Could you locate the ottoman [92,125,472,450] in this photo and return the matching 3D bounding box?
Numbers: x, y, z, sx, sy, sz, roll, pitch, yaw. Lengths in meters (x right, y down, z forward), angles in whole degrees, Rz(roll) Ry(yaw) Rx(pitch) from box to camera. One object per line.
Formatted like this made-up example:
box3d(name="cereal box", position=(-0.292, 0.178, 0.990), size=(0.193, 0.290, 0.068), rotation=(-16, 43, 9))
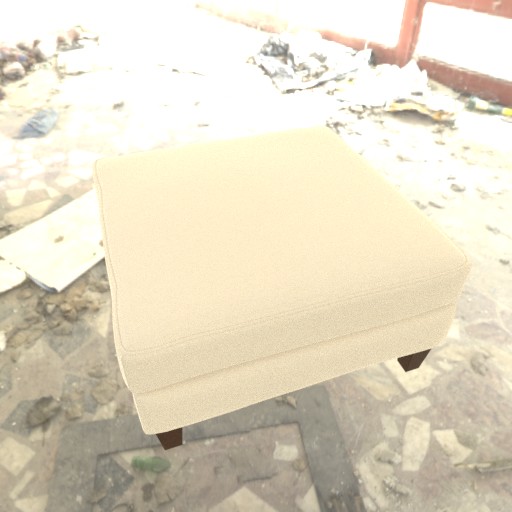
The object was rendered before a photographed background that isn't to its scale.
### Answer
box3d(name="ottoman", position=(0.000, 0.000, 1.342), size=(0.838, 0.479, 0.838), rotation=(-13, 43, -14))
